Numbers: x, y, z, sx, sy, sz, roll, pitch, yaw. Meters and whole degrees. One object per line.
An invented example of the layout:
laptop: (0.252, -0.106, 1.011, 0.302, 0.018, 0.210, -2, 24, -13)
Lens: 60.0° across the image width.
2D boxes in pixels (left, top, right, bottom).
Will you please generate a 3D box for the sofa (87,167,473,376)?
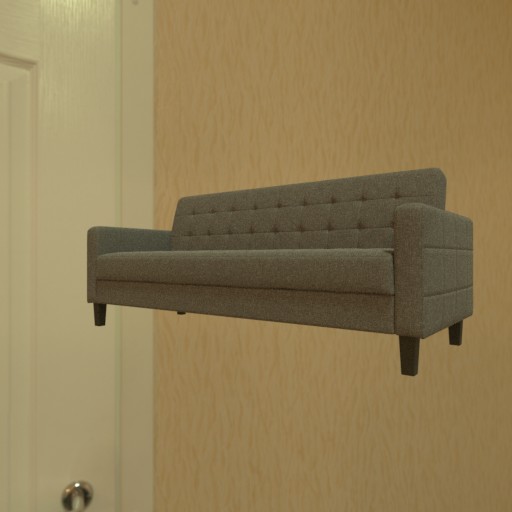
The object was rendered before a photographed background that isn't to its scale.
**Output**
sofa: (0.000, 0.000, 2.417, 2.040, 0.850, 0.810, 0, 0, 37)
